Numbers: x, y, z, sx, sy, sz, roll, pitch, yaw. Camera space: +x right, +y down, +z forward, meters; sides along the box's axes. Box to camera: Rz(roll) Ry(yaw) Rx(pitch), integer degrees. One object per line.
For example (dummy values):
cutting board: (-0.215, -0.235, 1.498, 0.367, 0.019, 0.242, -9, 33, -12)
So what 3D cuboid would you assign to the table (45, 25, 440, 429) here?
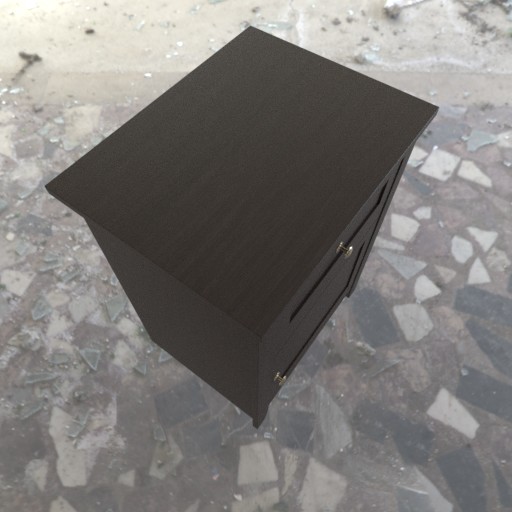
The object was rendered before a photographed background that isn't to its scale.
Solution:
table: (0.000, 0.000, 0.931, 0.381, 0.635, 0.480, 32, 64, 18)
